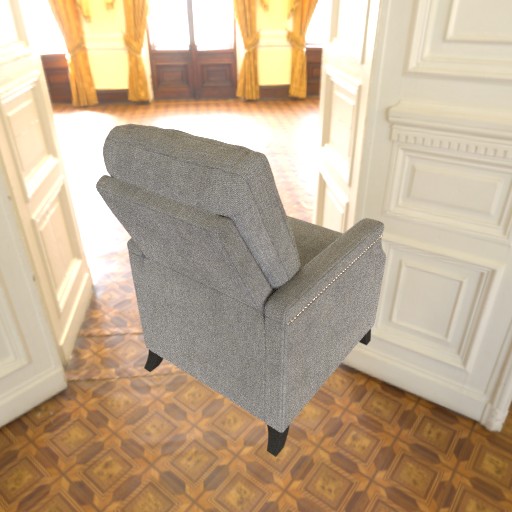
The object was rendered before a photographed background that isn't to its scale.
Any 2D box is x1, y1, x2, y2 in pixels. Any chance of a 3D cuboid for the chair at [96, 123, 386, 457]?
[{"bbox_3d":[0.000,0.000,1.663,0.710,1.049,0.922,21,37,32],"label":"chair"}]
